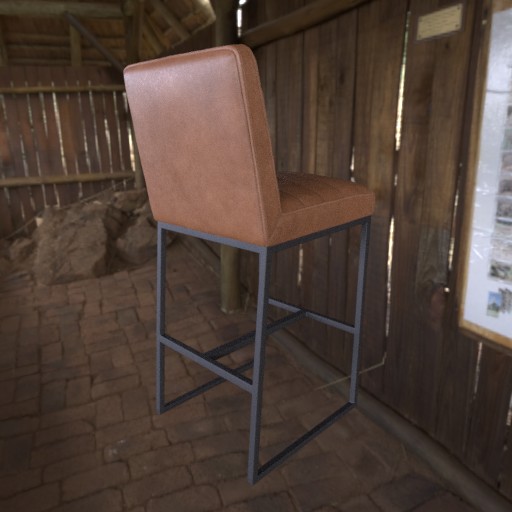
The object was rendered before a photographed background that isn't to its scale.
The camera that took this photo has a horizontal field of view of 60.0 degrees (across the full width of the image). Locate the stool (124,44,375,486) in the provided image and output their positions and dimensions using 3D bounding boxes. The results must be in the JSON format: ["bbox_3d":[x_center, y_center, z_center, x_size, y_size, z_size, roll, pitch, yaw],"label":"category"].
[{"bbox_3d":[0.000,0.000,1.299,0.458,1.040,0.556,15,21,43],"label":"stool"}]
